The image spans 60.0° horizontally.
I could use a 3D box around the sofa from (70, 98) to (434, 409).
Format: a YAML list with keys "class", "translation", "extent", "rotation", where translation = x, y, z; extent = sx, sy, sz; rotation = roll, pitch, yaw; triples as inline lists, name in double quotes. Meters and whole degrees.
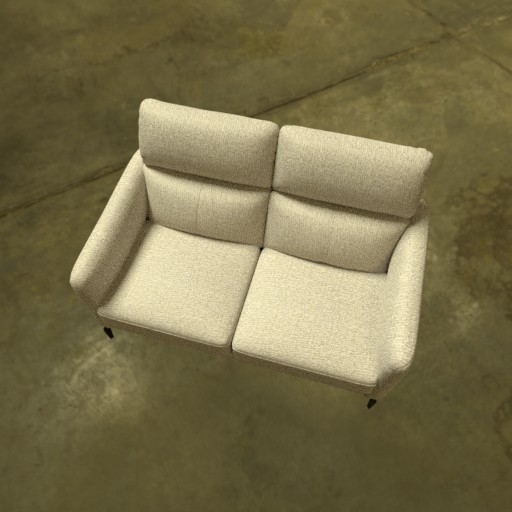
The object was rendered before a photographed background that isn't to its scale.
- class: "sofa"
  translation: [0.000, 0.000, 2.131]
  extent: [1.540, 0.950, 0.905]
  rotation: [13, 58, 8]
